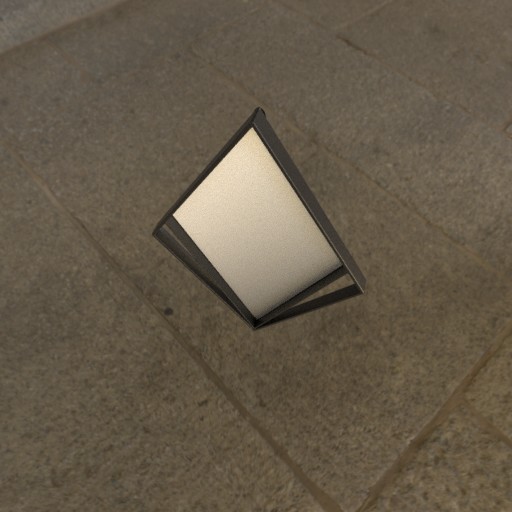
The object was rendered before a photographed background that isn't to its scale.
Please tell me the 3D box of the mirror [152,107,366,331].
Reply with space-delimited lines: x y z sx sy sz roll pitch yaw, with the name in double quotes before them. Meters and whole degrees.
"mirror" 0.000 0.000 0.842 0.419 0.679 0.032 15 60 9
